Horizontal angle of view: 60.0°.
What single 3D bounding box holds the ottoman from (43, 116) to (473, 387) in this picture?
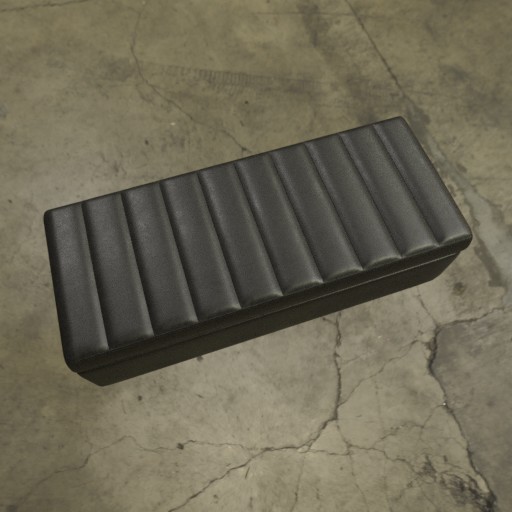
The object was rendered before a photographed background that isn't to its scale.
[{"bbox_3d":[0.000,0.000,1.436,1.151,0.469,0.482,-17,66,-7],"label":"ottoman"}]
